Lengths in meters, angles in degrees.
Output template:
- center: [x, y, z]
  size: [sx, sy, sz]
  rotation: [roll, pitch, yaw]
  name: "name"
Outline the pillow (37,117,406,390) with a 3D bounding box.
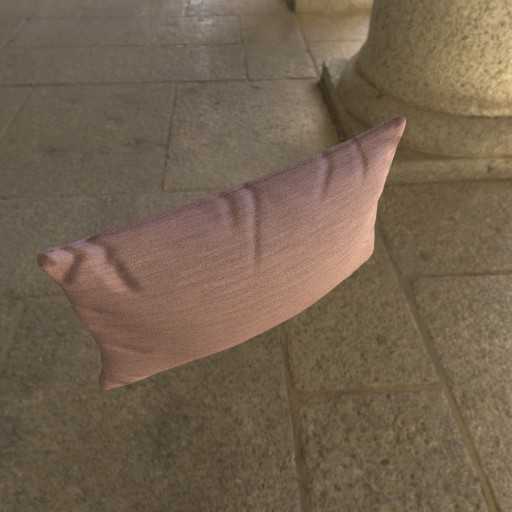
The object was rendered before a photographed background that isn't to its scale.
- center: [0.000, 0.000, 0.771]
  size: [0.633, 0.338, 0.210]
  rotation: [-25, 51, -22]
  name: "pillow"
